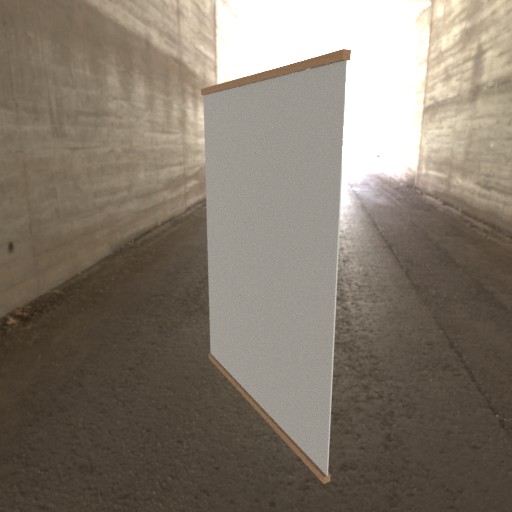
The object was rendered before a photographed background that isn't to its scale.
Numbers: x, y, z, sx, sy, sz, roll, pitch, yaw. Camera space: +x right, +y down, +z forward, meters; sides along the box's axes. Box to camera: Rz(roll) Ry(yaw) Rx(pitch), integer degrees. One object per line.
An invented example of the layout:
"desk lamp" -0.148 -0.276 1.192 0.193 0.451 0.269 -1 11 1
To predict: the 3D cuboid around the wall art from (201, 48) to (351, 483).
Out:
"wall art" 0.000 0.000 0.795 0.012 0.608 0.459 -8 16 -27
